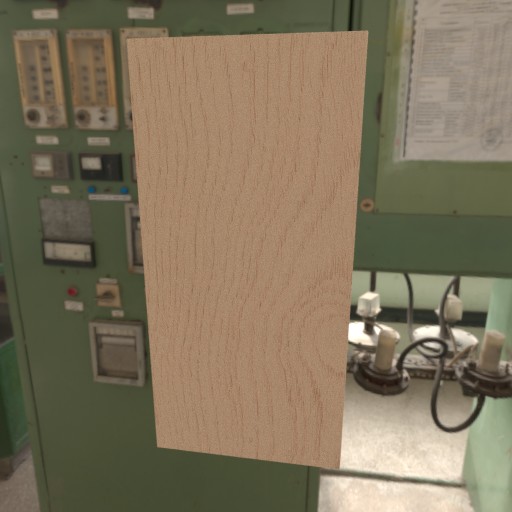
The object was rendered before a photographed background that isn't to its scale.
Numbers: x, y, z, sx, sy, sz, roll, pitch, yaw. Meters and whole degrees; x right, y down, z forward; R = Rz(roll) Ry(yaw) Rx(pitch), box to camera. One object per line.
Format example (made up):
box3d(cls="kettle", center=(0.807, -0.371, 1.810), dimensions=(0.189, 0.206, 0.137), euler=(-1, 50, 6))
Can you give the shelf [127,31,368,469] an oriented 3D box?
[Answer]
box3d(cls="shelf", center=(0.000, 0.000, 0.700), dimensions=(0.290, 0.600, 0.200), euler=(3, 17, 9))
